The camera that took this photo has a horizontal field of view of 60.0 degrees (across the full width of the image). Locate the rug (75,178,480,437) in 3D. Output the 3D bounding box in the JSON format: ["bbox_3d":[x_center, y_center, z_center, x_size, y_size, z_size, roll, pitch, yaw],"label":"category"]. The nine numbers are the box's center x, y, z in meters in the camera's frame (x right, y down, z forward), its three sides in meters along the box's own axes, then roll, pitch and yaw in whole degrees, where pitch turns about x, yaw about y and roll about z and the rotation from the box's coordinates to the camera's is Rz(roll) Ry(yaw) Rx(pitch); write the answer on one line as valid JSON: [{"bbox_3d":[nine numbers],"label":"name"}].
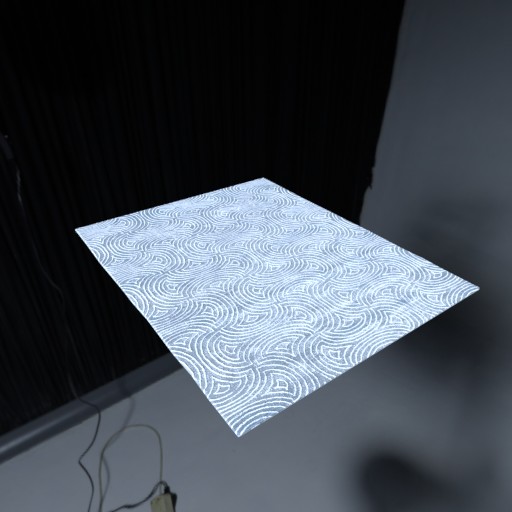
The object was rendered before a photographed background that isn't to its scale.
[{"bbox_3d":[0.000,0.000,4.163,2.456,0.021,3.042,-21,37,-30],"label":"rug"}]
